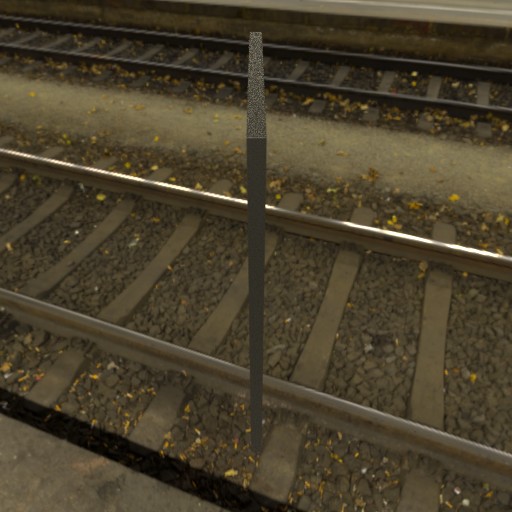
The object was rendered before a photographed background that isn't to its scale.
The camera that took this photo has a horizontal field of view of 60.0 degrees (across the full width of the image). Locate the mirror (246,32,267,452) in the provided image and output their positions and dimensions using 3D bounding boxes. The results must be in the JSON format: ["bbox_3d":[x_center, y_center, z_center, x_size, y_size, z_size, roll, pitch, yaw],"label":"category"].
[{"bbox_3d":[0.000,0.000,1.510,0.038,1.219,0.762,0,40,0],"label":"mirror"}]
